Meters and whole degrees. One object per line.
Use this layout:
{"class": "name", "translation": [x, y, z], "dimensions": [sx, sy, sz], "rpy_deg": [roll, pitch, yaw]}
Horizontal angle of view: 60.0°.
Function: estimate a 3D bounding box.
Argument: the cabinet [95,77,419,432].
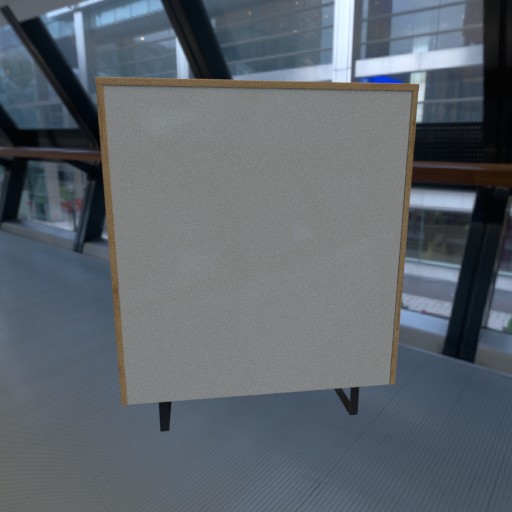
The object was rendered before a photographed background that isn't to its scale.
{"class": "cabinet", "translation": [0.000, 0.000, 1.968], "dimensions": [1.168, 1.397, 0.473], "rpy_deg": [-2, 14, -8]}
